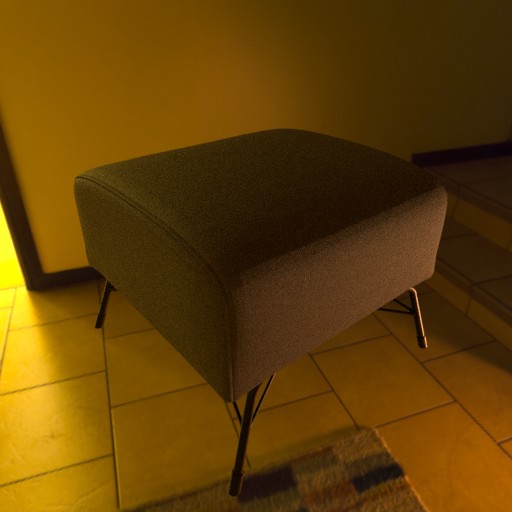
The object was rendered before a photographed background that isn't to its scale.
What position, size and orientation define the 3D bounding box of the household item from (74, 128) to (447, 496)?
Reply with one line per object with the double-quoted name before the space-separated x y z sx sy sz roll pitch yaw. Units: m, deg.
"household item" 0.000 0.000 0.884 0.530 0.410 0.530 -23 37 -34
